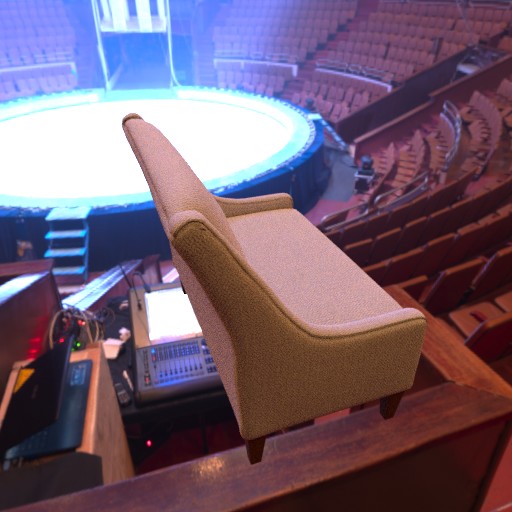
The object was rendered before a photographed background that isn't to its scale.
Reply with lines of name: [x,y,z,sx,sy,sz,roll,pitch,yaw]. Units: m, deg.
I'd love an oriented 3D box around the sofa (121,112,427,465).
sofa: [0.000,0.000,1.892,0.870,1.022,1.242,-11,32,-17]
